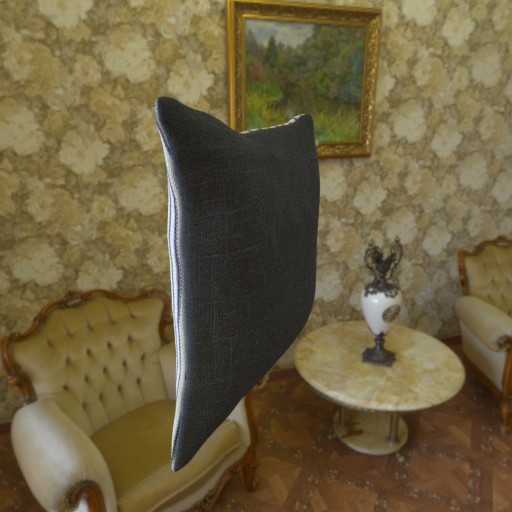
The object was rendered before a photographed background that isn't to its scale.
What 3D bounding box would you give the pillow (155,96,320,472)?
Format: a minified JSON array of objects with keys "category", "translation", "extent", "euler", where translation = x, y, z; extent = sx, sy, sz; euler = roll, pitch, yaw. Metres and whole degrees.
[{"category":"pillow","translation":[0.000,0.000,0.694],"extent":[0.138,0.444,0.468],"euler":[7,18,24]}]
